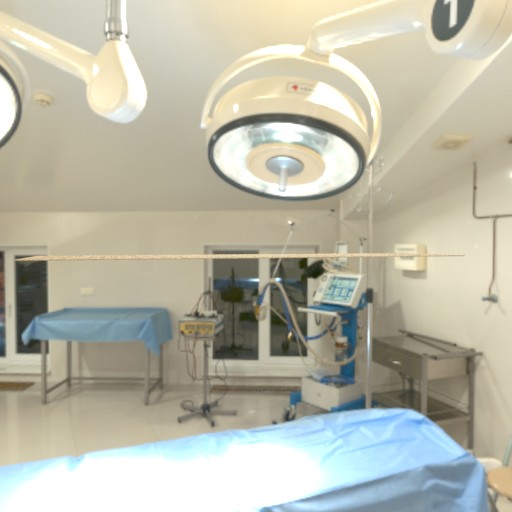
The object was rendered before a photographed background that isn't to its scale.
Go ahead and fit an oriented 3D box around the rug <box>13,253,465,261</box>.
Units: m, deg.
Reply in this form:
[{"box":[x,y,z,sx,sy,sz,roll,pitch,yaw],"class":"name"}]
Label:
[{"box":[0.000,0.000,2.623,2.437,0.005,0.688,-1,2,-18],"class":"rug"}]
